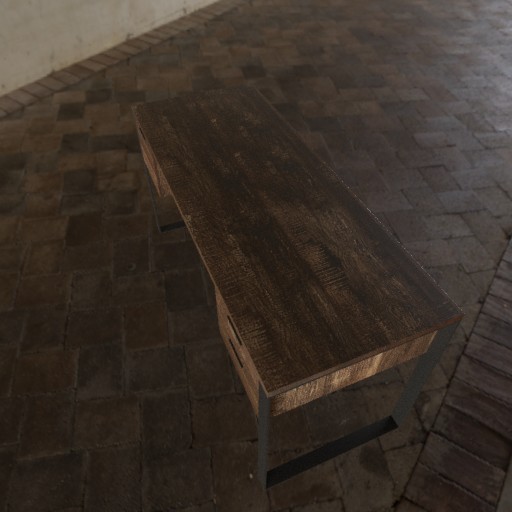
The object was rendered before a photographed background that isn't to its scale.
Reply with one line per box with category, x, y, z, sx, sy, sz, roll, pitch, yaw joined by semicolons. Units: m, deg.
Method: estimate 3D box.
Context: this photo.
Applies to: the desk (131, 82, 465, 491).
desk;0.000;0.000;1.897;0.599;0.762;1.524;-17;49;-16
